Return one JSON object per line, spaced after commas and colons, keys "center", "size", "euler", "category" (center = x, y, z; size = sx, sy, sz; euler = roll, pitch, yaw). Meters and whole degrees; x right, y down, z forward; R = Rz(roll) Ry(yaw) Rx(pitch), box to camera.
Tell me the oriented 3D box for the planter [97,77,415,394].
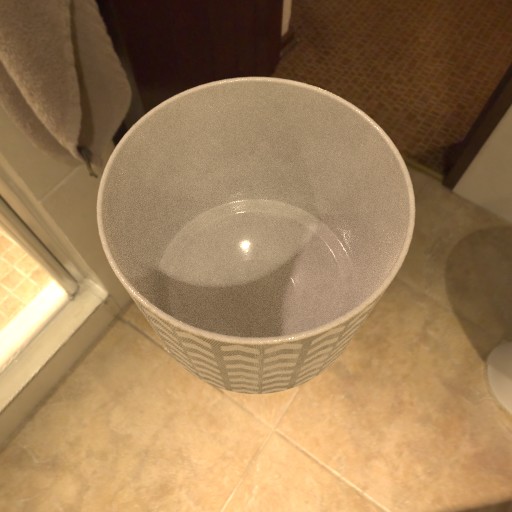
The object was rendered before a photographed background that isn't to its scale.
{"center": [0.000, 0.000, 0.457], "size": [0.250, 0.239, 0.250], "euler": [0, 63, 0], "category": "planter"}
